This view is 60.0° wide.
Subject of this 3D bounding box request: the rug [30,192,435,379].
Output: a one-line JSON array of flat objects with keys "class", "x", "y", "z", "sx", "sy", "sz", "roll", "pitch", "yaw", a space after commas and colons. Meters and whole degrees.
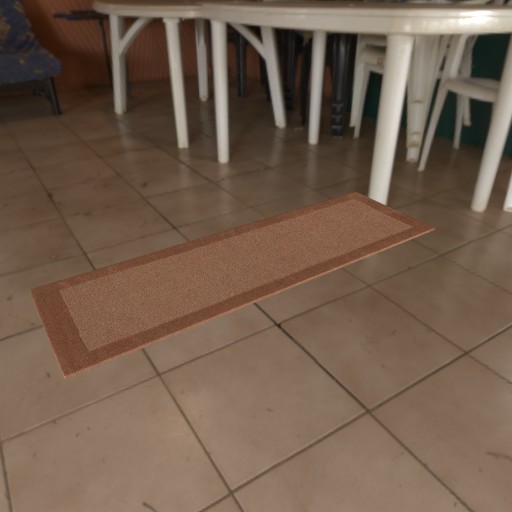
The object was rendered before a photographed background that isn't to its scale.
[{"class": "rug", "x": 0.000, "y": 0.000, "z": 2.705, "sx": 2.439, "sy": 0.017, "sz": 0.764, "roll": -19, "pitch": 36, "yaw": -29}]
